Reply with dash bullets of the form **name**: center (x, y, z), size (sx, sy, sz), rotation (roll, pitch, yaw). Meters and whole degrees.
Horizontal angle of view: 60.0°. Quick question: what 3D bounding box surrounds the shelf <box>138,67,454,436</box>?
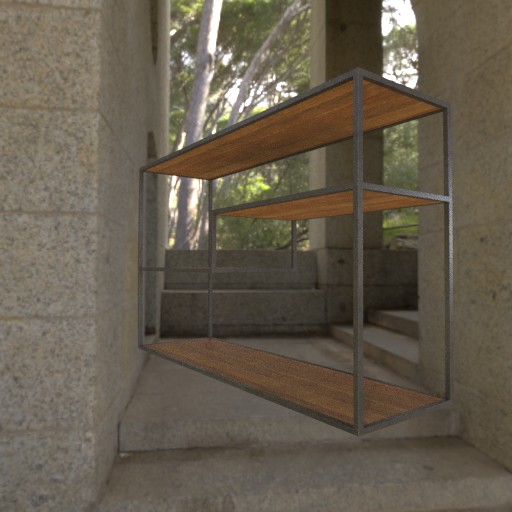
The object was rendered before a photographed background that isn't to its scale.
- **shelf**: center (0.000, 0.000, 1.505), size (0.361, 0.765, 1.201), rotation (1, -1, -36)
